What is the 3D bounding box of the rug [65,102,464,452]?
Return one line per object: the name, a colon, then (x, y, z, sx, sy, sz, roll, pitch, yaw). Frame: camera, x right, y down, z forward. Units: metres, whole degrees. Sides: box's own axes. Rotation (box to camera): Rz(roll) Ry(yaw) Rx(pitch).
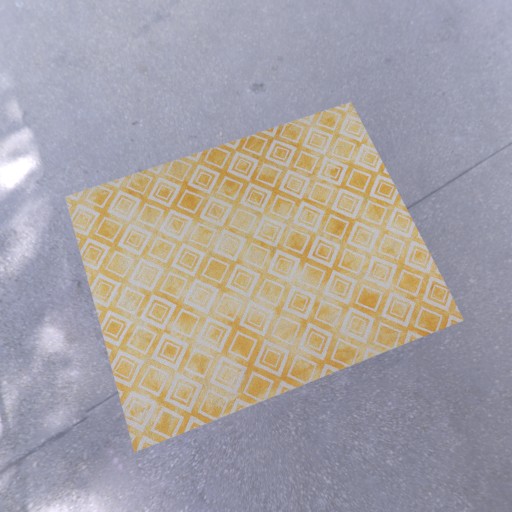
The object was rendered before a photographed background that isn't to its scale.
rug: (0.000, 0.000, 4.108, 3.037, 0.011, 2.433, -20, 74, -6)
